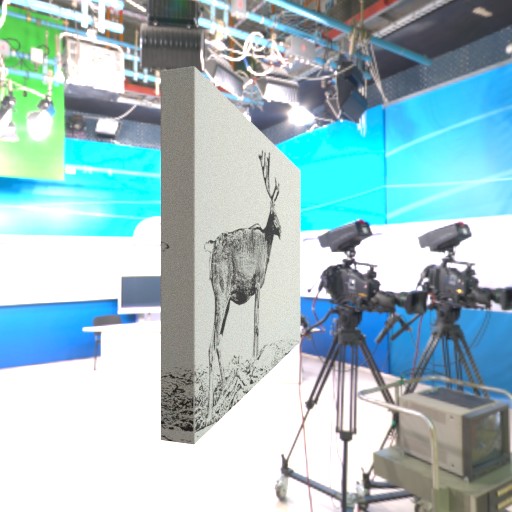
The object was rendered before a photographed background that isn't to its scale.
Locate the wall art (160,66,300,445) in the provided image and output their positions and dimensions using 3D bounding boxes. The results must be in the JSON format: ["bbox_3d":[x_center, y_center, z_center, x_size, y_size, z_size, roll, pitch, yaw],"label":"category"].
[{"bbox_3d":[0.000,0.000,0.781,0.042,0.414,0.608,0,0,17],"label":"wall art"}]
